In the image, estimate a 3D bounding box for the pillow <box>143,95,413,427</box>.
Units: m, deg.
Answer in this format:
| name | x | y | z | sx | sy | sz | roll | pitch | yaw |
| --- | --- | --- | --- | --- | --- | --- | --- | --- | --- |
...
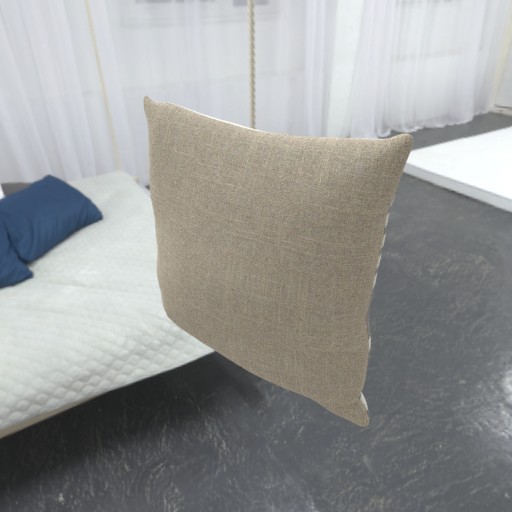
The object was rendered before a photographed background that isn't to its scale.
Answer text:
| name | x | y | z | sx | sy | sz | roll | pitch | yaw |
| --- | --- | --- | --- | --- | --- | --- | --- | --- | --- |
| pillow | 0.000 | 0.000 | 0.683 | 0.439 | 0.440 | 0.182 | 21 | 36 | 32 |
